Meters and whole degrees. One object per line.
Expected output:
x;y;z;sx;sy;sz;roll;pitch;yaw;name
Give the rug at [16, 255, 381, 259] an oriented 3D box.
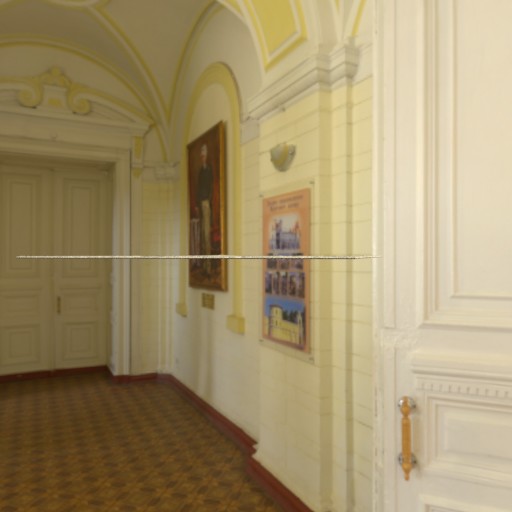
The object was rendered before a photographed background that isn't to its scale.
0.000;0.000;2.964;1.527;0.021;2.447;0;0;18;rug
